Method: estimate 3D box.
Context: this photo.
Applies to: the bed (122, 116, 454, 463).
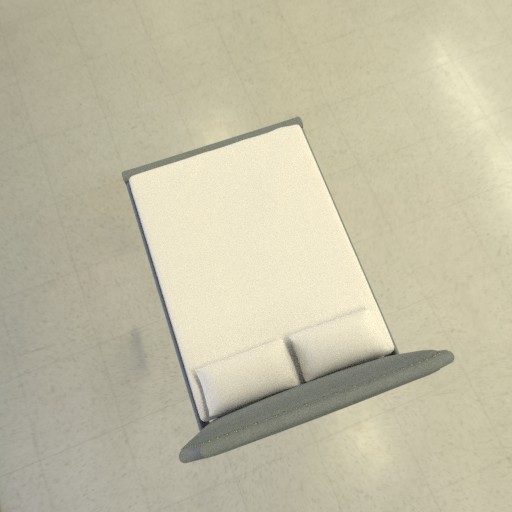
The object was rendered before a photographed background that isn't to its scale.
[{"bbox_3d":[0.000,0.000,3.416,1.712,1.443,2.372,-19,75,-5],"label":"bed"}]
